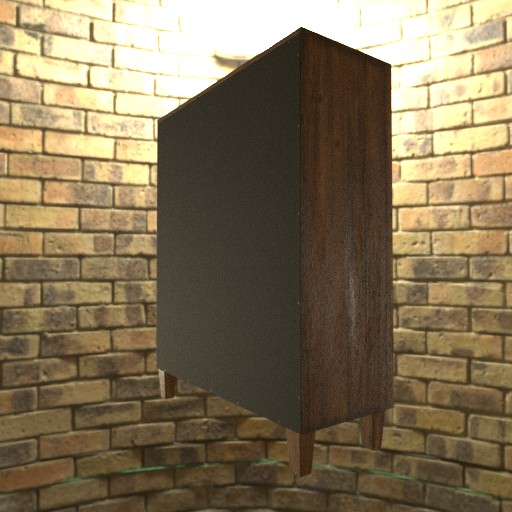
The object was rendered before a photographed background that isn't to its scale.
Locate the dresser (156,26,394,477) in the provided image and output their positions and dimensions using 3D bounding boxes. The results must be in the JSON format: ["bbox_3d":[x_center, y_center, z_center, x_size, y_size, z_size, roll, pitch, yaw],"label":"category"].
[{"bbox_3d":[0.000,0.000,1.877,0.438,1.359,1.067,1,-2,-36],"label":"dresser"}]
